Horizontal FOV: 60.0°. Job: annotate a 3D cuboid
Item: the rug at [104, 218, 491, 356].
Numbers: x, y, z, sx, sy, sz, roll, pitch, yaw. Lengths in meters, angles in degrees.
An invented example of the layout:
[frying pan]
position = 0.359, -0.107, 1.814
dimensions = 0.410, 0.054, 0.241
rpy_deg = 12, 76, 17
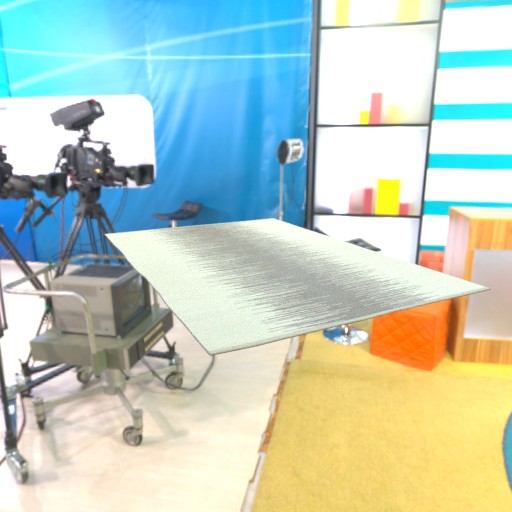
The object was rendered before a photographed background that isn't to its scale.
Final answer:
[rug]
position = 0.000, 0.000, 2.300
dimensions = 1.226, 0.007, 1.815
rpy_deg = -8, 17, -26
